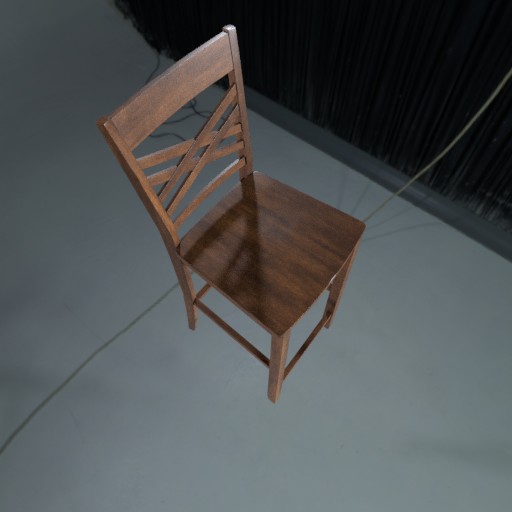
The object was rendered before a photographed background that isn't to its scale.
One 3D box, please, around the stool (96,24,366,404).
[{"bbox_3d":[0.000,0.000,1.357,0.504,1.098,0.426,33,64,18],"label":"stool"}]
